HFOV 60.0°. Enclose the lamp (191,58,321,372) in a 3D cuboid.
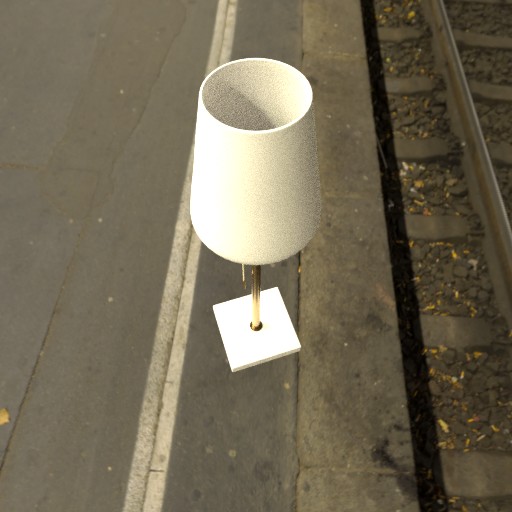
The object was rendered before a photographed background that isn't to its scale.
[{"bbox_3d":[0.000,0.000,0.726,0.181,0.639,0.181,-16,60,-9],"label":"lamp"}]
